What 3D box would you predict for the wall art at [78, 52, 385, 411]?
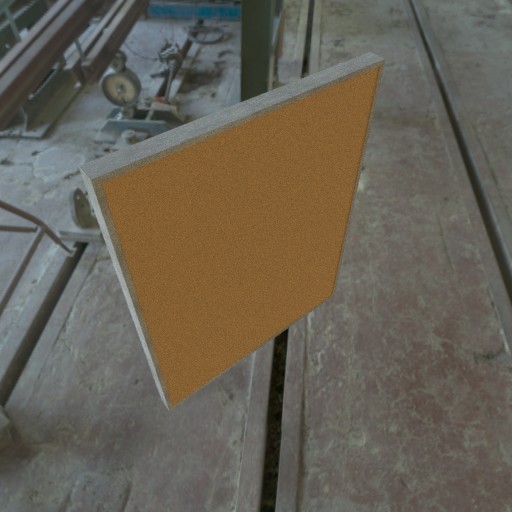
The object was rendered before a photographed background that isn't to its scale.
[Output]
[{"bbox_3d":[0.000,0.000,0.706,0.421,0.521,0.032,-31,54,-25],"label":"wall art"}]
